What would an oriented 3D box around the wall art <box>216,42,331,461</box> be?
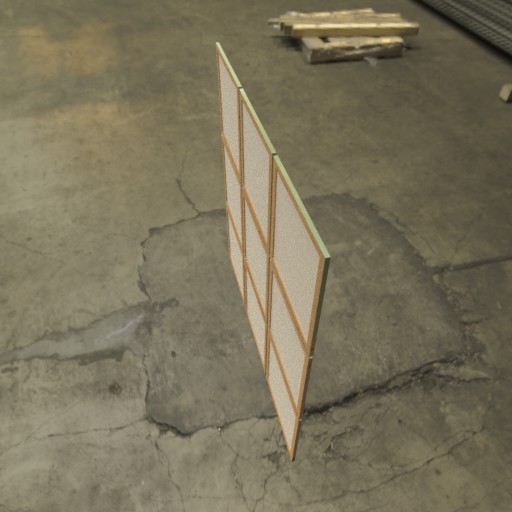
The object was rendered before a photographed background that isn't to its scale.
[{"bbox_3d":[0.000,0.000,1.789,0.013,1.219,1.214,-11,47,-10],"label":"wall art"}]
